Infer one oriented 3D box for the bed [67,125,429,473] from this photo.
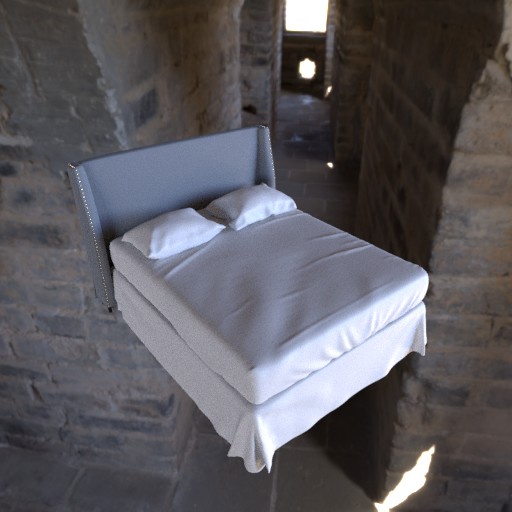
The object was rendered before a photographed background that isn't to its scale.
[{"bbox_3d":[0.000,0.000,3.438,1.925,1.332,2.276,-22,37,-32],"label":"bed"}]
